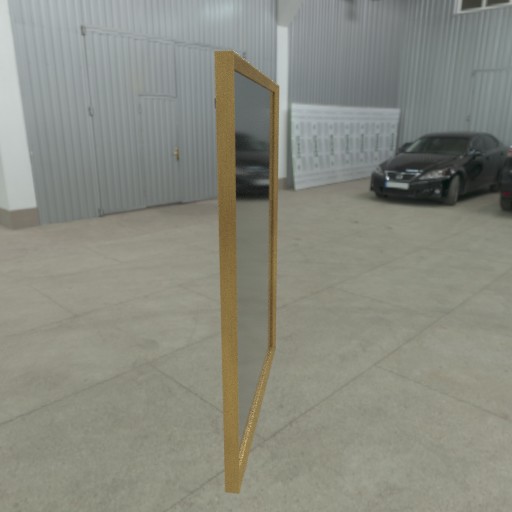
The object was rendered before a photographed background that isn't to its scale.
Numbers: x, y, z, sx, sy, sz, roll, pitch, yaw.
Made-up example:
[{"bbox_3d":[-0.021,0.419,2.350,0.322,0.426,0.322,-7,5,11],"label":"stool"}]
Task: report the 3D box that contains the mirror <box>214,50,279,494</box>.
[{"bbox_3d":[0.000,0.000,1.327,0.041,1.016,0.762,3,17,9],"label":"mirror"}]
